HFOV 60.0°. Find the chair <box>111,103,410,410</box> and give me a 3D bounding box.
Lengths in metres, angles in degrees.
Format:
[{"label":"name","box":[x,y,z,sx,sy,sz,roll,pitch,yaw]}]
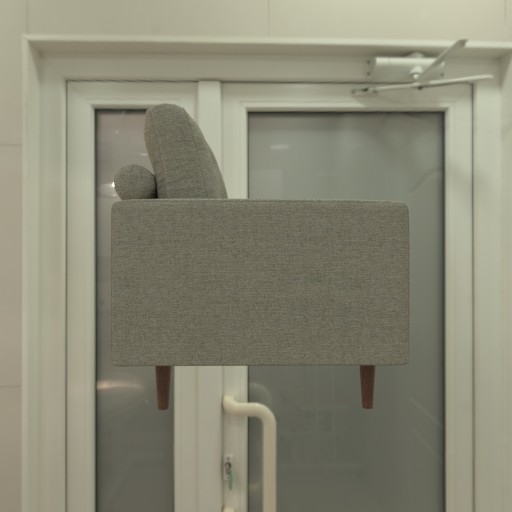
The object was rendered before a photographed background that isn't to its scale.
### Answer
[{"label":"chair","box":[0.000,0.000,1.552,0.843,0.880,0.821,0,0,-1]}]
